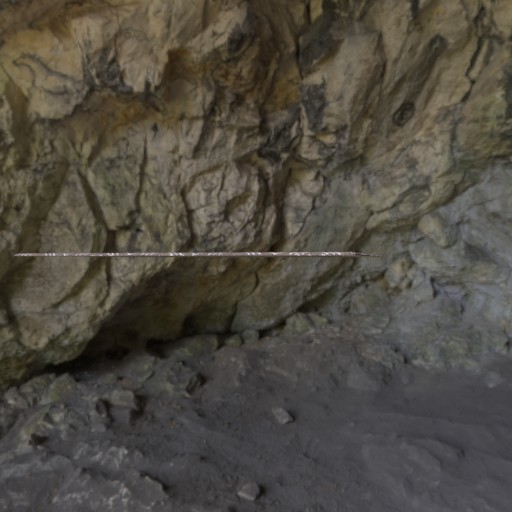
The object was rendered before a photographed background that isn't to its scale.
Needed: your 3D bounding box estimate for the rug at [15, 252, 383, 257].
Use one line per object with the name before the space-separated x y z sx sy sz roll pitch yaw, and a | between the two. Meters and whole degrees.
rug | 0.000 0.000 2.965 1.541 0.012 2.457 0 0 18
